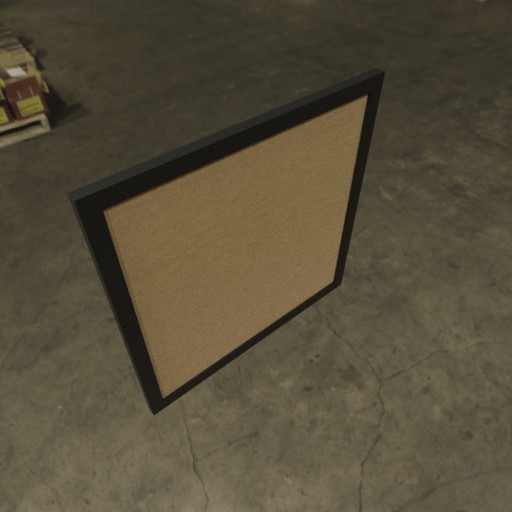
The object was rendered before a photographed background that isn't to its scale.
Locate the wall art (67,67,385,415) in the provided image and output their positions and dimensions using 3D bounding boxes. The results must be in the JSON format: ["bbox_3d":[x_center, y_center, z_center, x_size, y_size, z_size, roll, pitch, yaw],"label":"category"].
[{"bbox_3d":[0.000,0.000,0.535,0.356,0.356,0.013,-30,53,-26],"label":"wall art"}]
